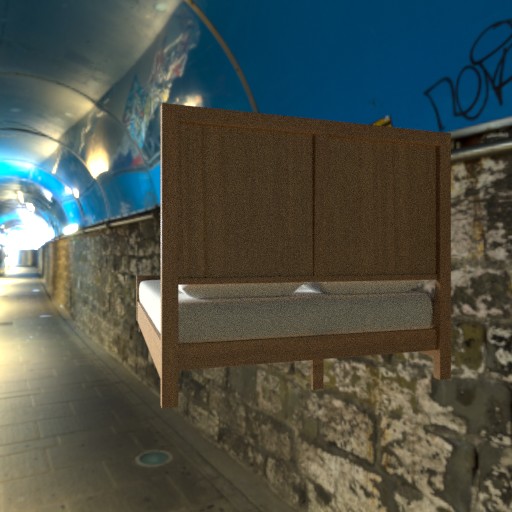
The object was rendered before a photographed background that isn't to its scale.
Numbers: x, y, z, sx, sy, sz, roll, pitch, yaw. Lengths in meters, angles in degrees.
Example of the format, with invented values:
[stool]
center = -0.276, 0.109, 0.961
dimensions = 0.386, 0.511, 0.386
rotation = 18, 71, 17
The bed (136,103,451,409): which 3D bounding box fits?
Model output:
[bed]
center = 0.000, 0.000, 3.295
dimensions = 1.606, 1.387, 2.184
rotation = 0, 0, -18
